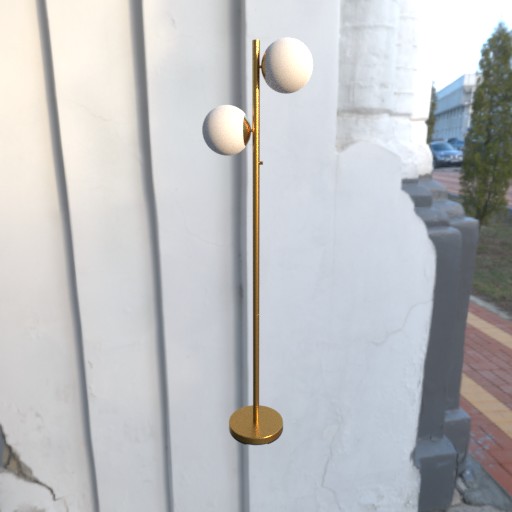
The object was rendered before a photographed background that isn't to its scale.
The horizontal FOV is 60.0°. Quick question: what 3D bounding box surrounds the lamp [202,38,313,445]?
[{"bbox_3d":[0.000,0.000,1.831,0.419,1.641,0.249,2,15,8],"label":"lamp"}]
